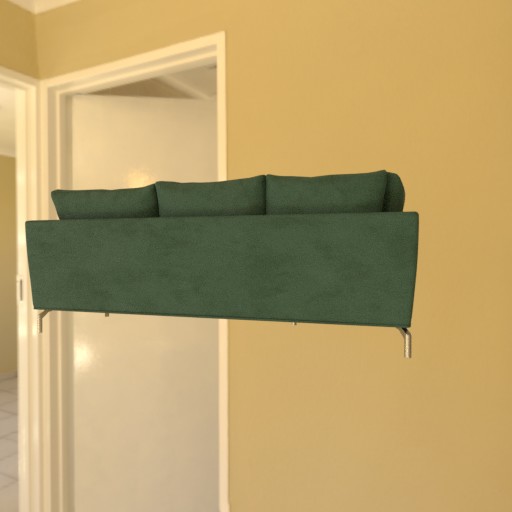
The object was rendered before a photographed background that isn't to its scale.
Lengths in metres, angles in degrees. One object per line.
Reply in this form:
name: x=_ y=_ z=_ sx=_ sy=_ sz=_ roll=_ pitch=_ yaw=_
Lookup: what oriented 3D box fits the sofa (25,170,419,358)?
sofa: x=0.000 y=0.000 z=3.736 sx=2.452 sy=1.004 sz=2.468 roll=0 pitch=1 yaw=17
